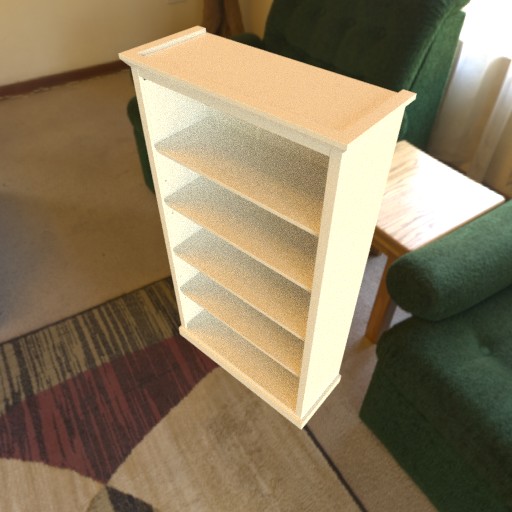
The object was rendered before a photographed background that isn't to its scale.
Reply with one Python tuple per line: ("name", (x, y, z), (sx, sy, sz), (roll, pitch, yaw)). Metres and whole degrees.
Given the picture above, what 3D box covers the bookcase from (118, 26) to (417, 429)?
("bookcase", (0.000, 0.000, 2.270), (1.050, 1.880, 0.432), (31, 52, 27))
